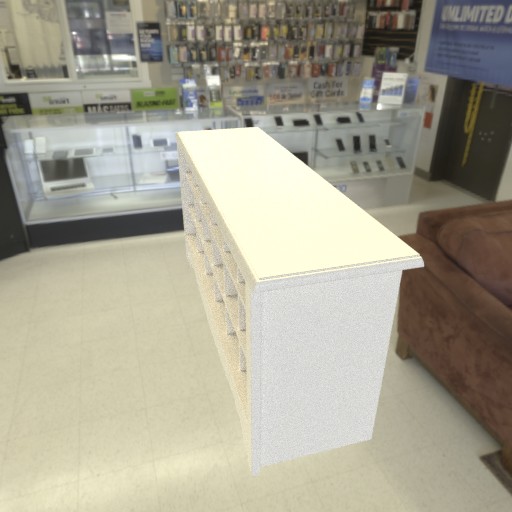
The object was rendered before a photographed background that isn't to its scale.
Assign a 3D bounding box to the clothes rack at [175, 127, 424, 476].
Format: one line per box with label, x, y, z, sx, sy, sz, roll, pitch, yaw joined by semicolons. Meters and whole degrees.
clothes rack;0.000;0.000;1.365;0.324;0.531;1.120;-8;30;-14
